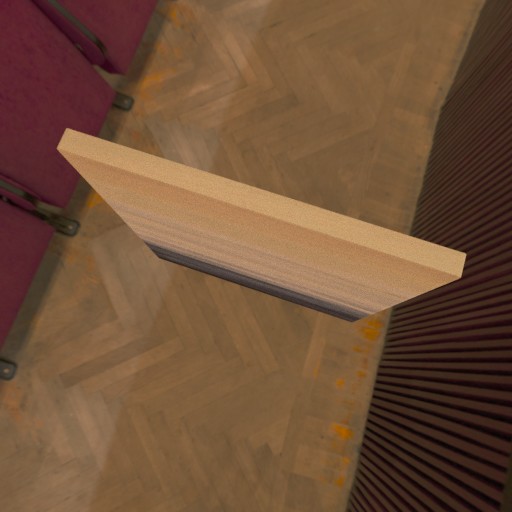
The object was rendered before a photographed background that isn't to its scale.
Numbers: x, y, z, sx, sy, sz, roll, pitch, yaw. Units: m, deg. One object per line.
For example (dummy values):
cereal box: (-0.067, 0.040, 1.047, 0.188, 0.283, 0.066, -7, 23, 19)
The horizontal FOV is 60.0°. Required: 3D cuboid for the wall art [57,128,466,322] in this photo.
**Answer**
wall art: (0.000, 0.000, 0.977, 0.608, 0.710, 0.041, 18, 77, 4)
